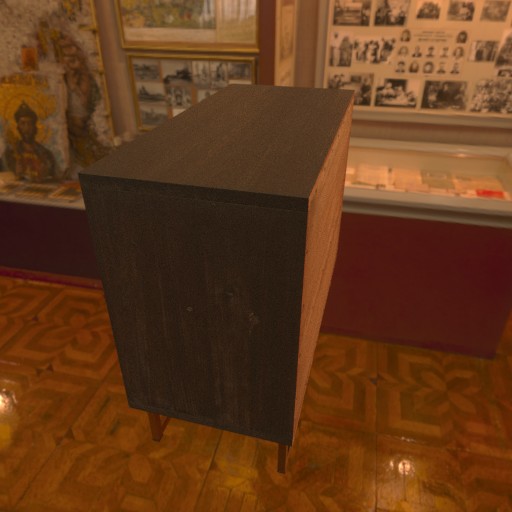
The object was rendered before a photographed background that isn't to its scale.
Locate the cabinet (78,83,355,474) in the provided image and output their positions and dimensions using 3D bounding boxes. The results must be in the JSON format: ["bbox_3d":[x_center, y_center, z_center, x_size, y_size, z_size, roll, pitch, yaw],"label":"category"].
[{"bbox_3d":[0.000,0.000,1.416,0.451,0.860,0.950,8,32,13],"label":"cabinet"}]
